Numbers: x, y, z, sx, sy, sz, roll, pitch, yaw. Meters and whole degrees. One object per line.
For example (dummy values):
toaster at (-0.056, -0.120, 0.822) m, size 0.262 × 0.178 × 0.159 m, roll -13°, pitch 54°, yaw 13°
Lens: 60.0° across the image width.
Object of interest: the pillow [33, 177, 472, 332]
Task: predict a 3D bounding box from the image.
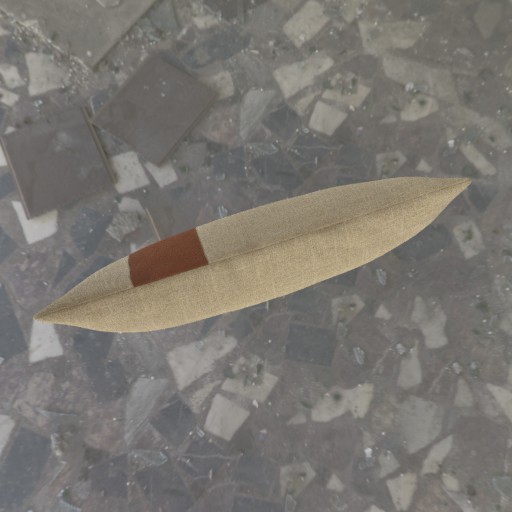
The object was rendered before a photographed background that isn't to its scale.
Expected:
pillow at (0.000, 0.000, 0.729) m, size 0.612 × 0.282 × 0.155 m, roll -18°, pitch 76°, yaw -5°
